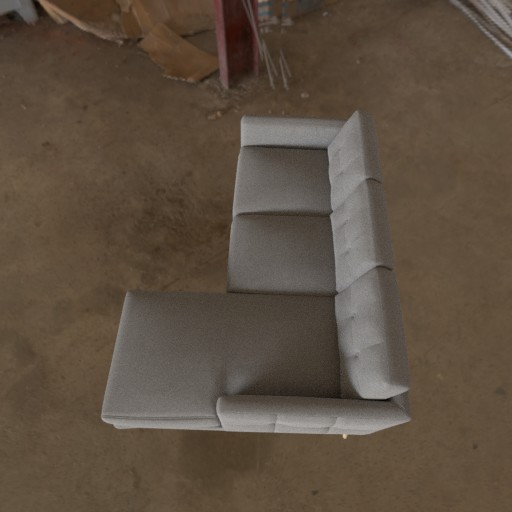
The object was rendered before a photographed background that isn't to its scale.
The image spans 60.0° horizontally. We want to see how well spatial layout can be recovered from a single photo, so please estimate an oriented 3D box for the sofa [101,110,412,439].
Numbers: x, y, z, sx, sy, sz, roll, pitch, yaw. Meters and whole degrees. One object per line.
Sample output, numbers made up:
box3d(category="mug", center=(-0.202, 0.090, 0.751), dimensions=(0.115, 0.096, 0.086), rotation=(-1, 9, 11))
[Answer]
box3d(category="sofa", center=(0.000, 0.000, 2.761), dimensions=(1.530, 0.860, 2.040), rotation=(2, 59, 1))
